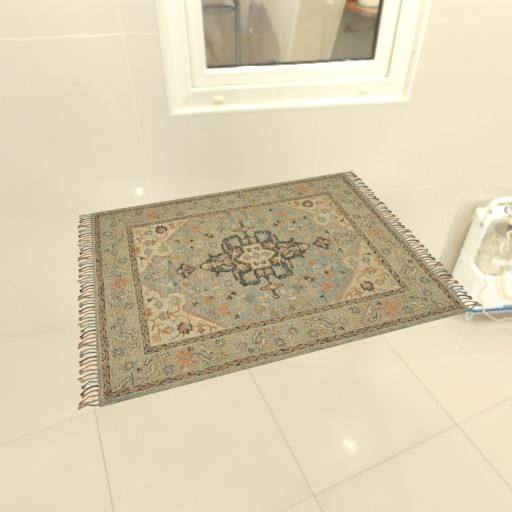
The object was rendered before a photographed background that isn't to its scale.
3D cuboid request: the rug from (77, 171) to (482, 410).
[{"bbox_3d":[0.000,0.000,2.248,1.730,0.009,1.278,-11,42,-13],"label":"rug"}]
